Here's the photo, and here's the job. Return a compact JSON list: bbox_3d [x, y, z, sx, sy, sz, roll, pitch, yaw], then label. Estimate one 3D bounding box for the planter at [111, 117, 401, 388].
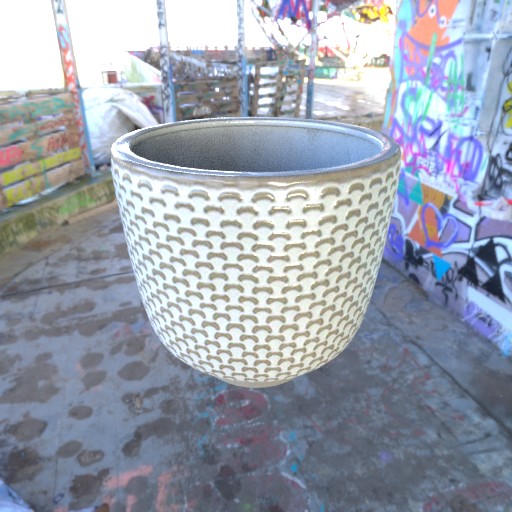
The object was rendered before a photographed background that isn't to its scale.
[{"bbox_3d":[0.000,0.000,0.305,0.173,0.160,0.173,0,26,0],"label":"planter"}]
